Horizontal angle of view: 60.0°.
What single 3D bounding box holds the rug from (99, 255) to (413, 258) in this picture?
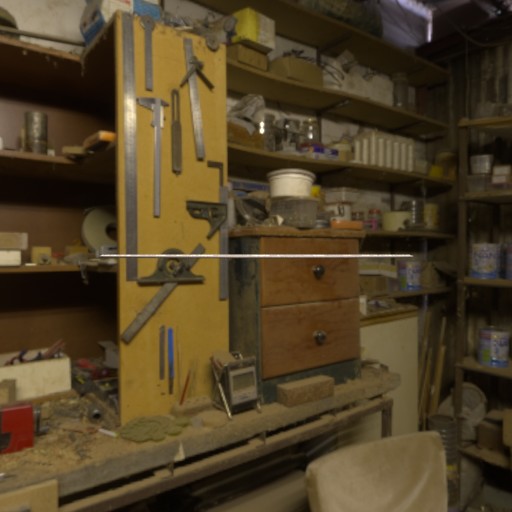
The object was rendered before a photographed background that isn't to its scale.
[{"bbox_3d":[0.000,0.000,2.386,1.593,0.012,1.593,0,0,0],"label":"rug"}]
